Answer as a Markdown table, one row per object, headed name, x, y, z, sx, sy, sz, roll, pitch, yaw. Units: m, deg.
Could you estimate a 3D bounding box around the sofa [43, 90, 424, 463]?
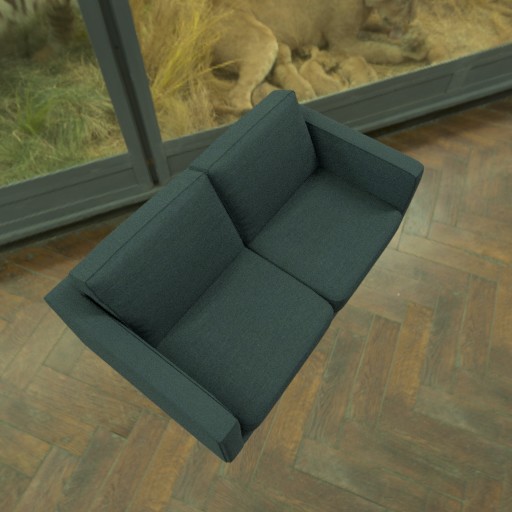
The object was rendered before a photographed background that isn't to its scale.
| name | x | y | z | sx | sy | sz | roll | pitch | yaw |
| --- | --- | --- | --- | --- | --- | --- | --- | --- | --- |
| sofa | 0.000 | 0.000 | 2.262 | 0.999 | 0.907 | 1.659 | 32 | 63 | 18 |
